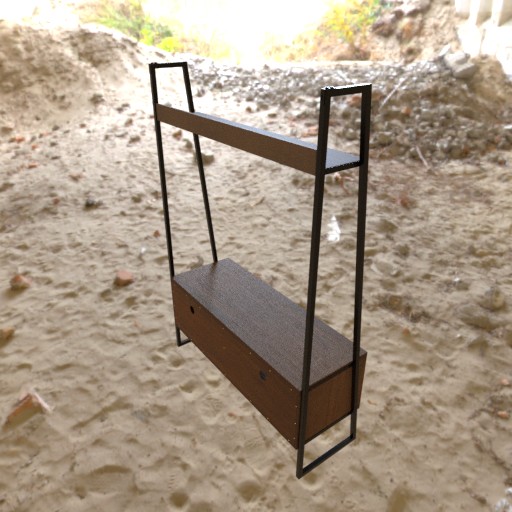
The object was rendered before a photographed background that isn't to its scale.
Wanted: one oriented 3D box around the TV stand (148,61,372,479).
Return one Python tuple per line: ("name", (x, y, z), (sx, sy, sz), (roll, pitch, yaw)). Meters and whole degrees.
("TV stand", (0.000, 0.000, 2.275), (0.432, 1.772, 1.250), (-19, 33, -32))
